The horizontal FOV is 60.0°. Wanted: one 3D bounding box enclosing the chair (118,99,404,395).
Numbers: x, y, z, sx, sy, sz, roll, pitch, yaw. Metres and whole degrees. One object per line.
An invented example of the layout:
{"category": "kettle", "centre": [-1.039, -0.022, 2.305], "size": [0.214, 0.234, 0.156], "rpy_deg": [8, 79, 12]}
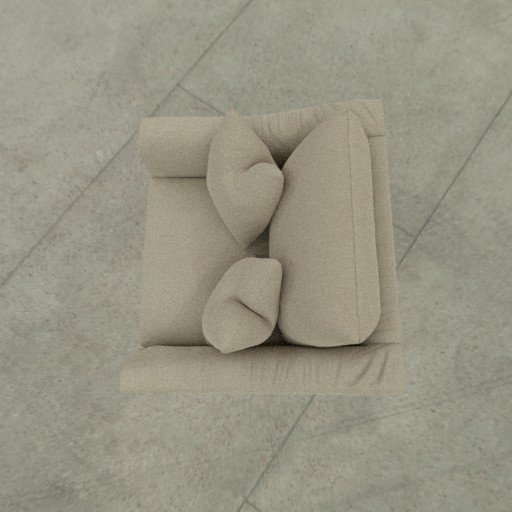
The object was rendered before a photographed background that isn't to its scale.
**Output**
{"category": "chair", "centre": [0.000, 0.000, 2.019], "size": [1.071, 1.093, 1.194], "rpy_deg": [0, 75, 0]}
